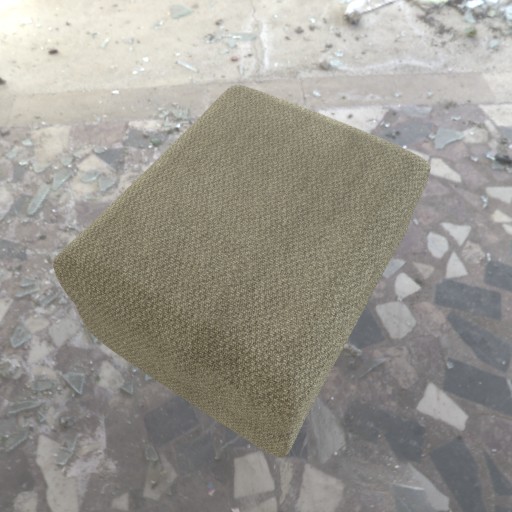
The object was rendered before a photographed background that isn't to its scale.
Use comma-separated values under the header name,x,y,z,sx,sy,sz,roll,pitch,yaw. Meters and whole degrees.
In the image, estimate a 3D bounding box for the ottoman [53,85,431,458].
name,x,y,z,sx,sy,sz,roll,pitch,yaw
ottoman,0.000,0.000,1.146,0.603,0.476,0.751,27,61,16
